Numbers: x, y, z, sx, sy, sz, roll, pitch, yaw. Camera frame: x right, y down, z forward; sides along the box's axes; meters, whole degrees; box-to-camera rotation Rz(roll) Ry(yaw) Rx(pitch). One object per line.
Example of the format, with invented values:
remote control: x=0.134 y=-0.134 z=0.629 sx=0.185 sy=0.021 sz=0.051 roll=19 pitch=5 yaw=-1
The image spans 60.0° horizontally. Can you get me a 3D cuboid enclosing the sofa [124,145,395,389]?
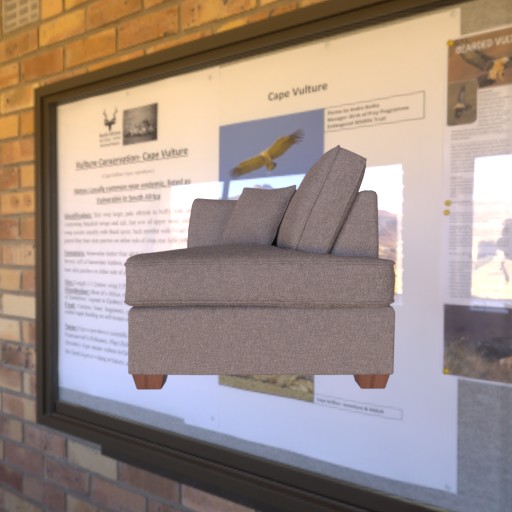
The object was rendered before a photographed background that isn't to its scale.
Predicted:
sofa: x=0.000 y=0.000 z=2.831 sx=1.110 sy=1.033 sz=2.237 roll=0 pitch=1 yaw=-1
